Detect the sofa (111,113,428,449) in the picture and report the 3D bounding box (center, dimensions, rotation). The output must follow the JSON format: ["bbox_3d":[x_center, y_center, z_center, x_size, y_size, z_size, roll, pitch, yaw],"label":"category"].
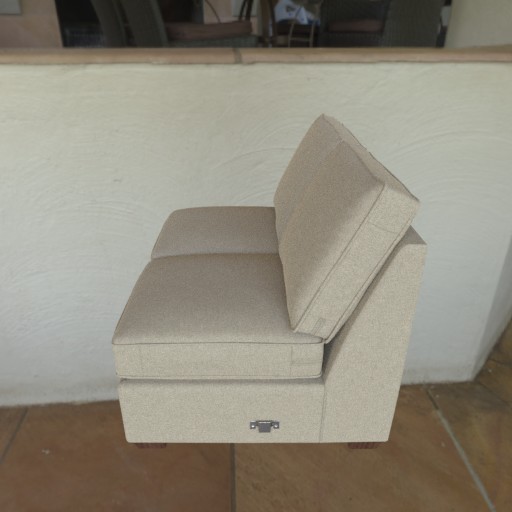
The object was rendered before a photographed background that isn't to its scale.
[{"bbox_3d":[0.000,0.000,1.914,0.951,1.008,1.237,0,27,0],"label":"sofa"}]
